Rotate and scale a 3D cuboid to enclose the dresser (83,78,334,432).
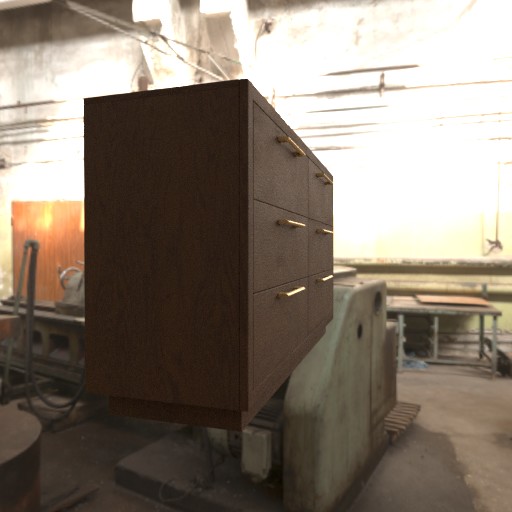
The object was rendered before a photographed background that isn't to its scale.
[{"bbox_3d":[0.000,0.000,1.872,0.512,0.889,1.523,0,1,18],"label":"dresser"}]
